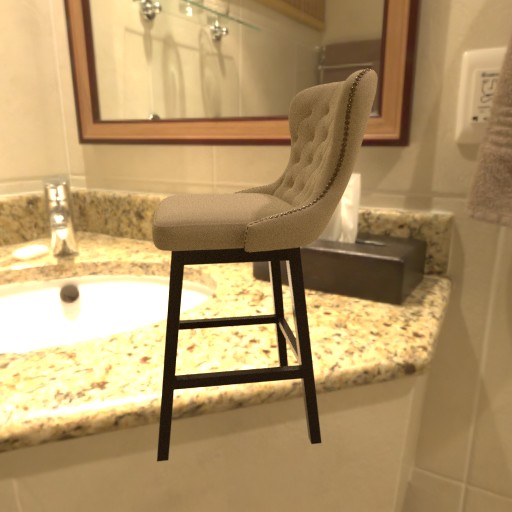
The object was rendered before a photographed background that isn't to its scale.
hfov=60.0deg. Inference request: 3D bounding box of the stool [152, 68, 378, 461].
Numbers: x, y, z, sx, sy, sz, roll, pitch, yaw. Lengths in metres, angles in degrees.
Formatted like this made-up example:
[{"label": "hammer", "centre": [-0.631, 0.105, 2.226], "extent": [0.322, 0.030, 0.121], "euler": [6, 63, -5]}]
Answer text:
[{"label": "stool", "centre": [0.000, 0.000, 1.275], "extent": [0.593, 0.971, 0.528], "euler": [-2, 16, -9]}]
